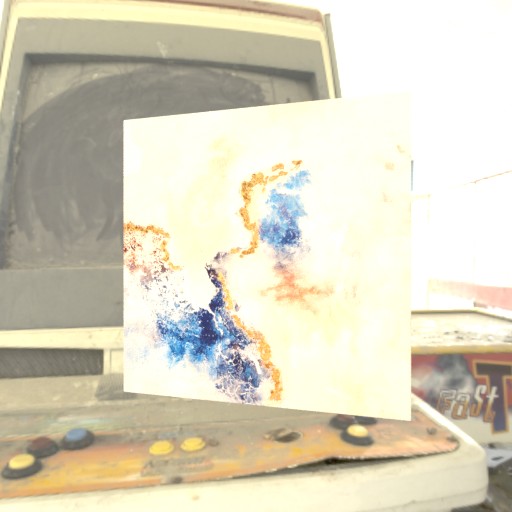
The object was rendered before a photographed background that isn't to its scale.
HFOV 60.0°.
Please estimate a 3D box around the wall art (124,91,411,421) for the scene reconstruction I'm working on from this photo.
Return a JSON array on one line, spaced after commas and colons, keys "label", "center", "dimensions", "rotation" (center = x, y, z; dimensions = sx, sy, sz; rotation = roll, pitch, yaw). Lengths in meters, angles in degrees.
[{"label": "wall art", "center": [0.000, 0.000, 1.608], "dimensions": [1.061, 1.061, 0.071], "rotation": [0, 0, 17]}]
